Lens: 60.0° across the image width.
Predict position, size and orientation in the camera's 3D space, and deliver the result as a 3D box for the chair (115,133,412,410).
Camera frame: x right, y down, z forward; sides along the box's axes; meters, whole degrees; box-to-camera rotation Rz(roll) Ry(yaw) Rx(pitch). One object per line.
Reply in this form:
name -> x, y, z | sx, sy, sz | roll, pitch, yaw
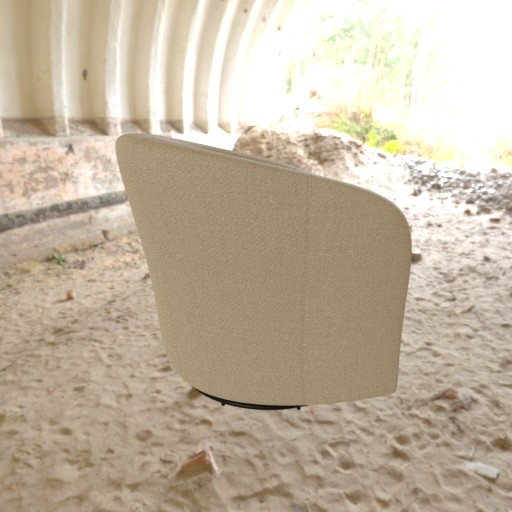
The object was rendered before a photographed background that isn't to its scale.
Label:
chair -> 0.000, 0.000, 1.441 | 0.815, 0.771, 0.791 | -3, 16, -9
